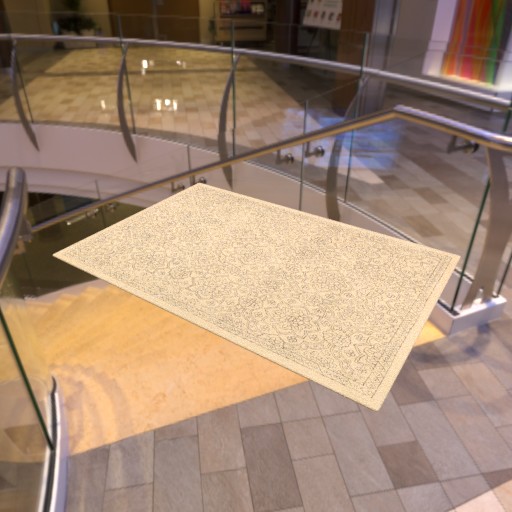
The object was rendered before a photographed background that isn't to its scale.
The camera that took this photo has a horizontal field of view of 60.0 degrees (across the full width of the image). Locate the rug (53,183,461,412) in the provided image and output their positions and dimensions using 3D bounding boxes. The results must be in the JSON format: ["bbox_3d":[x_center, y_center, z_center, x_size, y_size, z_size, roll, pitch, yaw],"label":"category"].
[{"bbox_3d":[0.000,0.000,2.379,1.829,0.010,1.219,20,37,28],"label":"rug"}]
